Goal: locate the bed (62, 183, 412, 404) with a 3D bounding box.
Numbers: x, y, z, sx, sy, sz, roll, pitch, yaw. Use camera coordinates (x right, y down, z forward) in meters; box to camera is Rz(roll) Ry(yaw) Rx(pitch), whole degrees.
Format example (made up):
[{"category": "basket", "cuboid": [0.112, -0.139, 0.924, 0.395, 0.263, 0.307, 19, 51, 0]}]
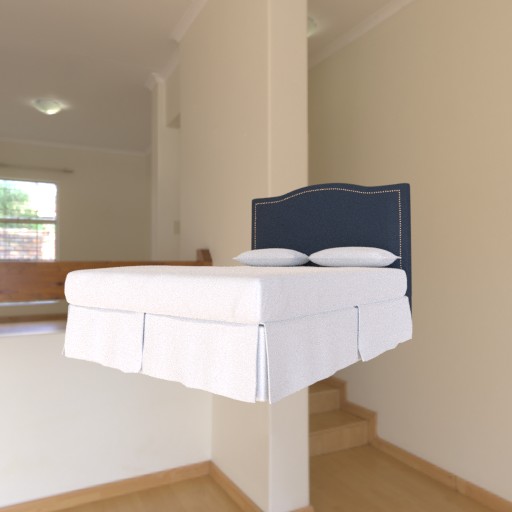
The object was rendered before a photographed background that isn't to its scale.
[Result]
[{"category": "bed", "cuboid": [0.000, 0.000, 3.487, 1.821, 1.436, 2.282, 0, -1, 37]}]
